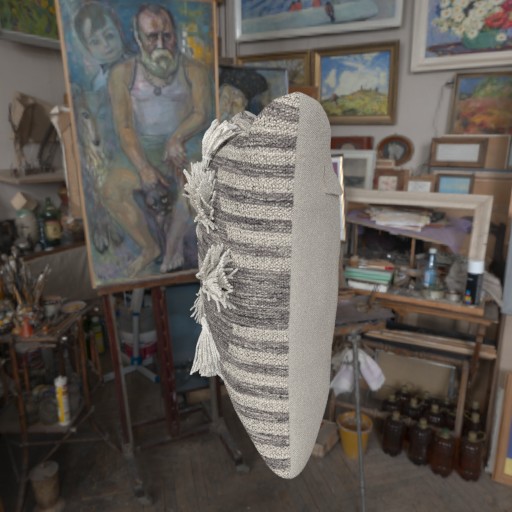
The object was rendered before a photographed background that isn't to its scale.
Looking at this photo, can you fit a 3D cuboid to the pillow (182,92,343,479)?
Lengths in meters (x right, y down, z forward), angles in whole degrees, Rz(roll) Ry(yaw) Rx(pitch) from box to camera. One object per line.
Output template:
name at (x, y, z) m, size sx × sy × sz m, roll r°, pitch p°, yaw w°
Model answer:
pillow at (0.000, 0.000, 0.750) m, size 0.234 × 0.490 × 0.484 m, roll -2°, pitch 15°, yaw -8°
